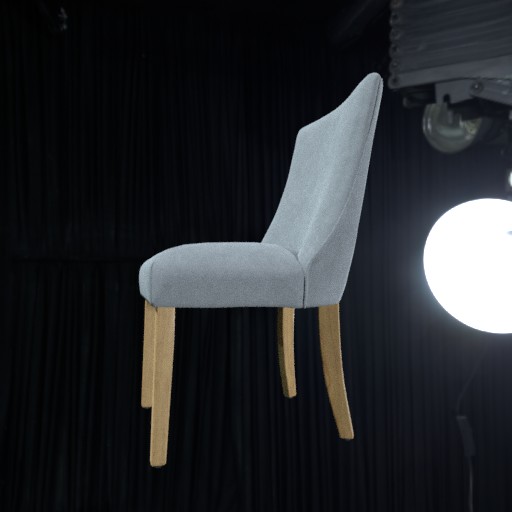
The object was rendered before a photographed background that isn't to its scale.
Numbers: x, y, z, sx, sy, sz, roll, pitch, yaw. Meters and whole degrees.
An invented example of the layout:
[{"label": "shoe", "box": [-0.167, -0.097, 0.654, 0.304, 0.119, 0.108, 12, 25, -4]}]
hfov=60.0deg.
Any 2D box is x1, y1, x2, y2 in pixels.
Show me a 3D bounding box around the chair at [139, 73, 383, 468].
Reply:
[{"label": "chair", "box": [0.000, 0.000, 1.223, 0.610, 0.902, 0.495, 1, -2, -17]}]
